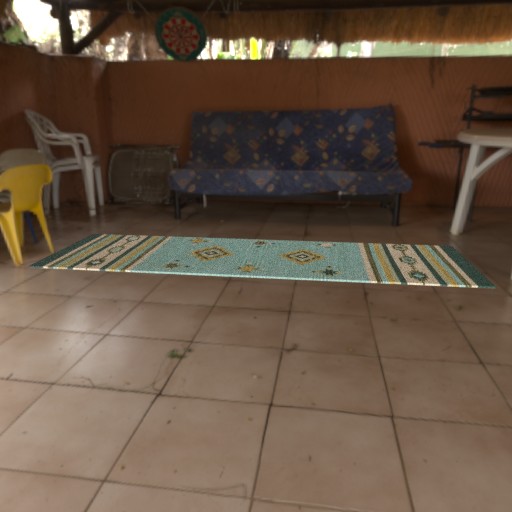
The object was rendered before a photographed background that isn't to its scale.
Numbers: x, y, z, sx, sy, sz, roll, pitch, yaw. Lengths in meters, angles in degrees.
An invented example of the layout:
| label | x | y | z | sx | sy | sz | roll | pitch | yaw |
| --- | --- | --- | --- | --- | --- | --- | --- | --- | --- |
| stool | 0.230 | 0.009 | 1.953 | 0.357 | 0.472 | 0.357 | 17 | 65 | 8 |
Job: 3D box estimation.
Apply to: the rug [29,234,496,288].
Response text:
| label | x | y | z | sx | sy | sz | roll | pitch | yaw |
| --- | --- | --- | --- | --- | --- | --- | --- | --- | --- |
| rug | 0.000 | 0.000 | 2.652 | 2.441 | 0.010 | 0.744 | 2 | 17 | 7 |
